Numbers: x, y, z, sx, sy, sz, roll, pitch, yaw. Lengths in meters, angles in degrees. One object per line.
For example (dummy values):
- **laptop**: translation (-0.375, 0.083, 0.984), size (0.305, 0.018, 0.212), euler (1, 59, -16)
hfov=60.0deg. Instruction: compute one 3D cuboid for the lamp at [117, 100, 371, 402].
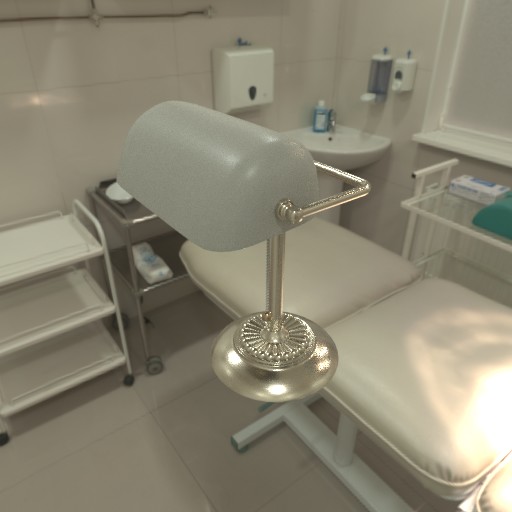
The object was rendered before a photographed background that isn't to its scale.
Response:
- **lamp**: translation (0.000, 0.000, 0.521), size (0.243, 0.339, 0.264), euler (-21, 37, -31)
